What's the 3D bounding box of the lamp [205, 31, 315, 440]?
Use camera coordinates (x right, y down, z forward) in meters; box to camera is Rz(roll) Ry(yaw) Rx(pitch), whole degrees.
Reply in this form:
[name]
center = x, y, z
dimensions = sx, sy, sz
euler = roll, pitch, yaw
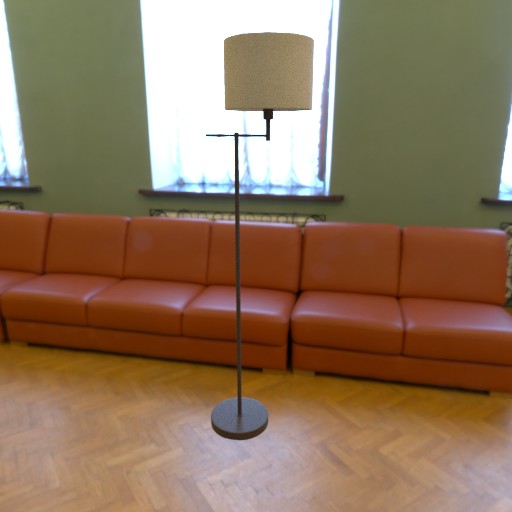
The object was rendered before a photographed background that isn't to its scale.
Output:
[lamp]
center = 0.000, 0.000, 1.809
dimensions = 0.416, 1.600, 0.324
euler = 3, 17, 10
